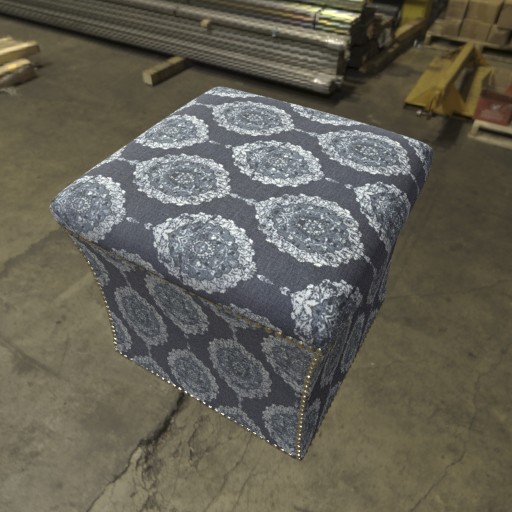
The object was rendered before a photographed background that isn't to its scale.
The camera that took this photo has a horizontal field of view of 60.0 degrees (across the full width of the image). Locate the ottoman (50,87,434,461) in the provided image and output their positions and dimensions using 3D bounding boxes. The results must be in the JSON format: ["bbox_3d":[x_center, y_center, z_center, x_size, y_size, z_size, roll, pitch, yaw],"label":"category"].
[{"bbox_3d":[0.000,0.000,0.896,0.507,0.475,0.497,23,50,21],"label":"ottoman"}]
